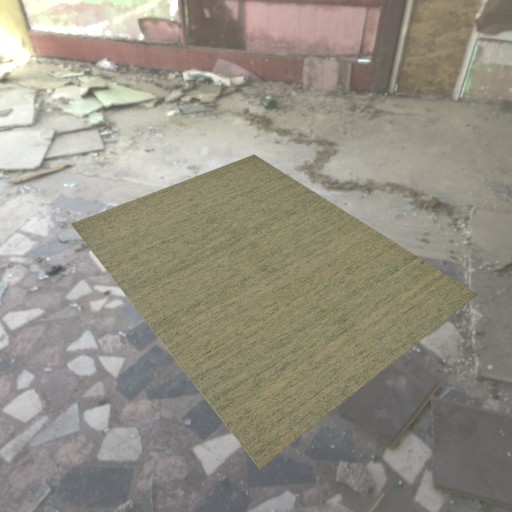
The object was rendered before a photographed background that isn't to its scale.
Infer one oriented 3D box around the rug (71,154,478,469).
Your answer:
[{"bbox_3d":[0.000,0.000,4.268,2.437,0.014,3.201,-27,48,-28],"label":"rug"}]
